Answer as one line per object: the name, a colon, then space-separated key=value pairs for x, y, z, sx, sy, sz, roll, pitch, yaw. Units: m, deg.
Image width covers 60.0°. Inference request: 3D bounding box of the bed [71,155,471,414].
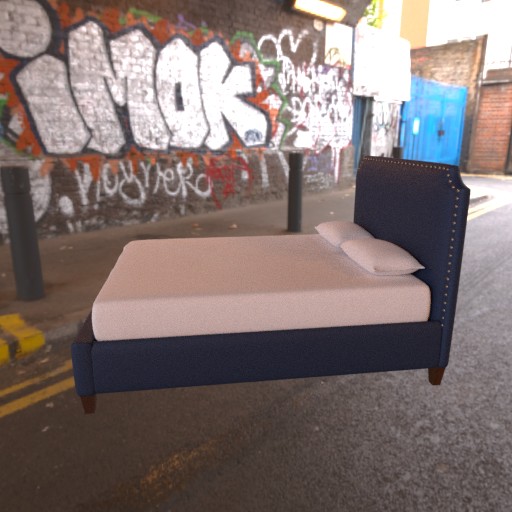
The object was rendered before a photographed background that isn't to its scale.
bed: x=0.000 y=0.000 z=3.401 sx=2.372 sy=1.443 sz=1.712 roll=-2 pitch=15 yaw=-8
